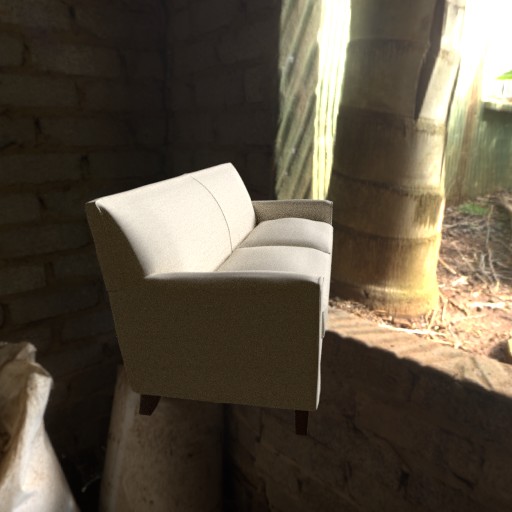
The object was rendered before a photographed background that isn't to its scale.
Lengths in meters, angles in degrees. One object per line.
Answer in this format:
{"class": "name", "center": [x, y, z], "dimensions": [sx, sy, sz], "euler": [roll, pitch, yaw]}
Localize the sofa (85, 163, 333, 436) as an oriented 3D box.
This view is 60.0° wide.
{"class": "sofa", "center": [0.000, 0.000, 2.504], "dimensions": [0.841, 0.907, 2.001], "euler": [3, 16, 10]}
